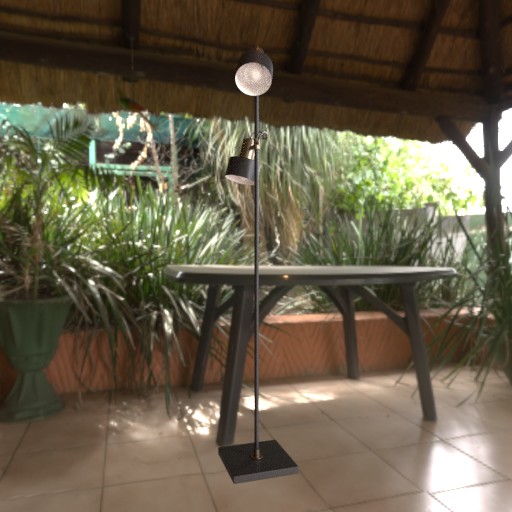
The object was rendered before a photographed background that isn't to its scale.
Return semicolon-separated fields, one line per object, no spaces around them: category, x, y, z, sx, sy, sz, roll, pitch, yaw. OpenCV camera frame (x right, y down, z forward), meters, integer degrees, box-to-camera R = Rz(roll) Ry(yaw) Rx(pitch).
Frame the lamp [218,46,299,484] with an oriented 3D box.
lamp;0.000;0.000;1.609;0.233;1.505;0.315;0;0;-18
